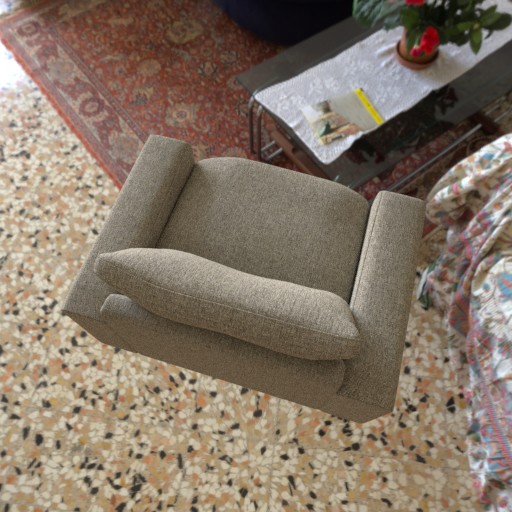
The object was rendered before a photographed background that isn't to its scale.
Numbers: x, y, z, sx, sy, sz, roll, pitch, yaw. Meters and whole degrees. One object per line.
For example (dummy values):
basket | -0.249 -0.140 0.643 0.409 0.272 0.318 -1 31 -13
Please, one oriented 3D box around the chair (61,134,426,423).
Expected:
chair | 0.000 0.000 2.051 1.398 0.915 1.039 15 66 7
